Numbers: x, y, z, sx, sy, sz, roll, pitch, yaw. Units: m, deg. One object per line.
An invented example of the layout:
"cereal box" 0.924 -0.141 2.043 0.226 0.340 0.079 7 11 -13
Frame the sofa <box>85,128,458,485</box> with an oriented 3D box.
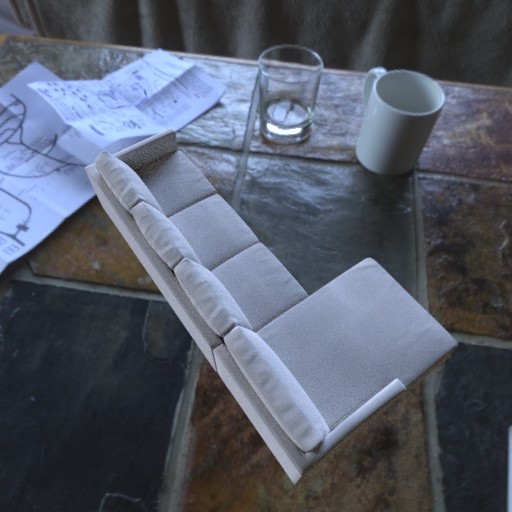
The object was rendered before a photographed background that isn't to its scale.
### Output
"sofa" 0.000 0.000 3.853 1.625 0.861 3.186 -31 63 -18
